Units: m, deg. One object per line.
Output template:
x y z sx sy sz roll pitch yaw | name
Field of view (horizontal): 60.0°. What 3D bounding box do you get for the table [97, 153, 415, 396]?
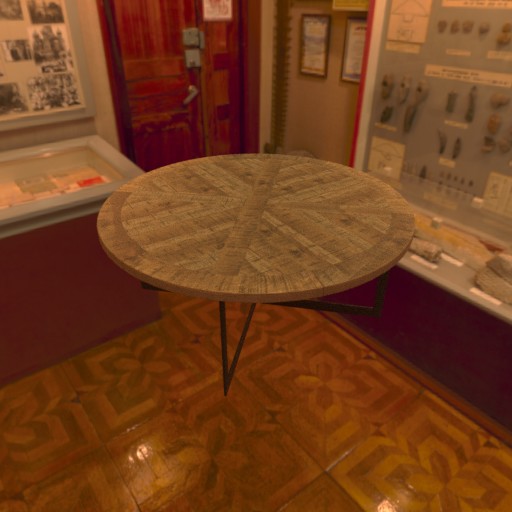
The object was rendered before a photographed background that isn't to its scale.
0.000 0.000 1.972 1.264 0.516 1.264 0 31 0 | table
